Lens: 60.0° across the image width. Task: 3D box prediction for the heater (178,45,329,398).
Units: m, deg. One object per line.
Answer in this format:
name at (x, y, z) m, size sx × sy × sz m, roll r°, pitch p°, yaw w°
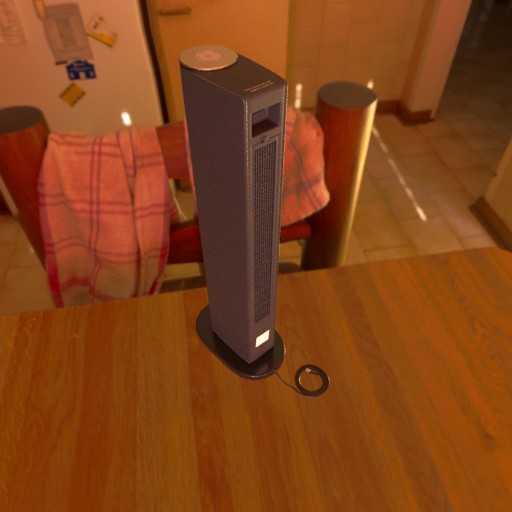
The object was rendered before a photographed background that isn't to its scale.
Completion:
heater at (0.000, 0.000, 1.054) m, size 0.214 × 0.856 × 0.458 m, roll -31°, pitch 53°, yaw -27°
